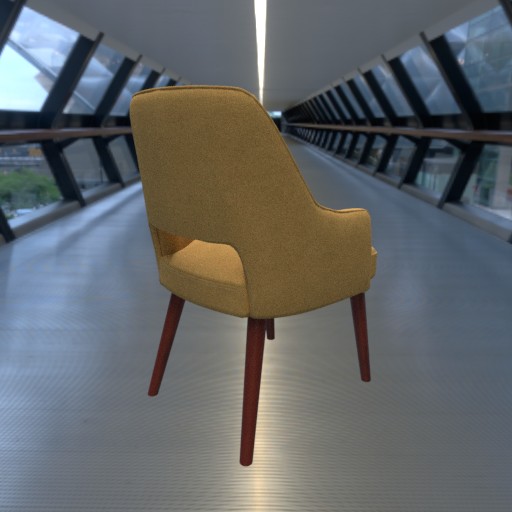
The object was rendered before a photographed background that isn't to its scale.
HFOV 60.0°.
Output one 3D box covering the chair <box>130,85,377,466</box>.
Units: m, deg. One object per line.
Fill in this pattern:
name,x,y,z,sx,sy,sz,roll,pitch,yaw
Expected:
chair,0.000,0.000,1.244,0.605,0.849,0.548,-15,21,-43
